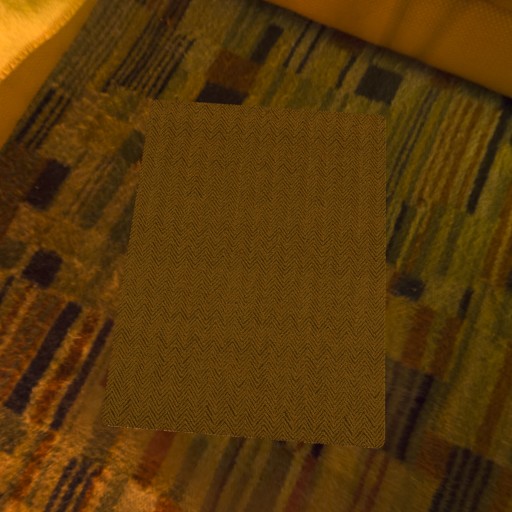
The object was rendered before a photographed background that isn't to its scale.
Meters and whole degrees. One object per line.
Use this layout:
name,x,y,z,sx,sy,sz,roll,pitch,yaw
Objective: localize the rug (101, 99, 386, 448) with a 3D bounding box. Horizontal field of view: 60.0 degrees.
rug,0.000,0.000,4.196,2.439,0.014,3.207,4,75,1
